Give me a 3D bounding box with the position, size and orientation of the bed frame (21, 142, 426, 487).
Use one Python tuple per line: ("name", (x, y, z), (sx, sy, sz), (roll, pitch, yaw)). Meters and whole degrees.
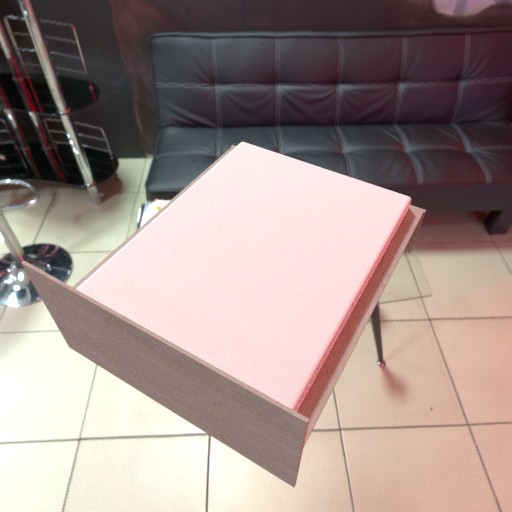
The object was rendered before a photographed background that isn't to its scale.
("bed frame", (0.000, 0.000, 2.845), (1.622, 0.800, 1.960), (23, 51, 21))
